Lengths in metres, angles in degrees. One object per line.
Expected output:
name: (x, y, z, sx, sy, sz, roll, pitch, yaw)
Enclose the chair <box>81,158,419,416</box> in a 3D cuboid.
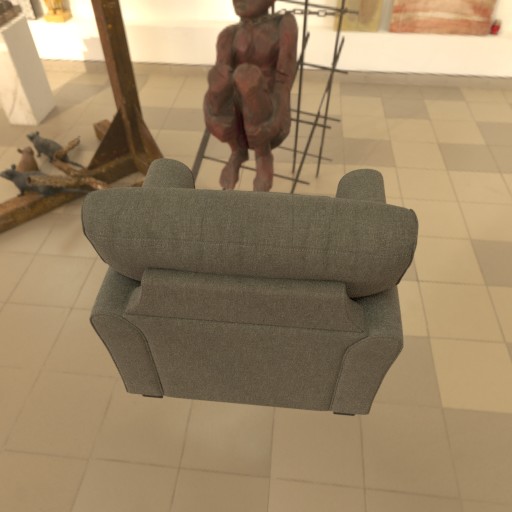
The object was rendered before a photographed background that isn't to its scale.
chair: (0.000, 0.000, 1.609, 0.941, 0.890, 0.816, 4, 46, 4)
